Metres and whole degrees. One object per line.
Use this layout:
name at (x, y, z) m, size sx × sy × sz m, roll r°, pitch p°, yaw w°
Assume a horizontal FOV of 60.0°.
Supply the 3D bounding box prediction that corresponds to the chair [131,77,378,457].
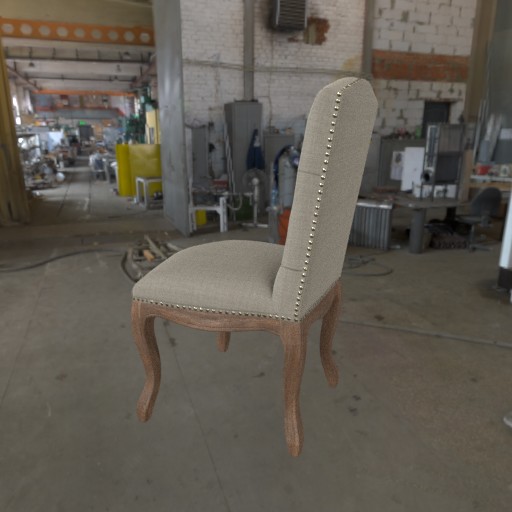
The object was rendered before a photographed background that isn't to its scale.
chair at (0.000, 0.000, 1.619) m, size 0.731 × 1.191 × 0.637 m, roll 7°, pitch 17°, yaw 24°
